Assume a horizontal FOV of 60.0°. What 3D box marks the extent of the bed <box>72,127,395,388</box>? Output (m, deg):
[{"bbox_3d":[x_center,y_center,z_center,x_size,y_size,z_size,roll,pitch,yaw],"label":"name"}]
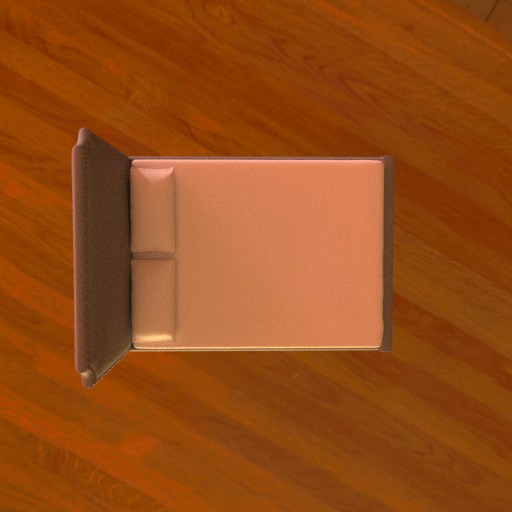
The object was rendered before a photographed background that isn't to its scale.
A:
[{"bbox_3d":[0.000,0.000,3.511,2.372,1.443,1.712,0,92,-1],"label":"bed"}]
